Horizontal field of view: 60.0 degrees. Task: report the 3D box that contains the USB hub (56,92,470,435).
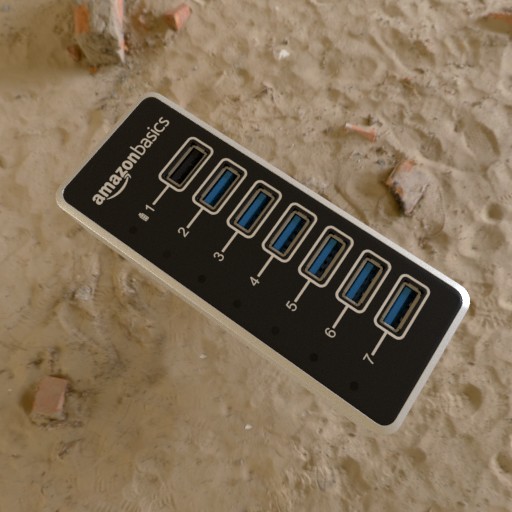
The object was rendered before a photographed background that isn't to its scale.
[{"bbox_3d":[0.000,0.000,0.130,0.110,0.023,0.044,34,77,9],"label":"USB hub"}]
